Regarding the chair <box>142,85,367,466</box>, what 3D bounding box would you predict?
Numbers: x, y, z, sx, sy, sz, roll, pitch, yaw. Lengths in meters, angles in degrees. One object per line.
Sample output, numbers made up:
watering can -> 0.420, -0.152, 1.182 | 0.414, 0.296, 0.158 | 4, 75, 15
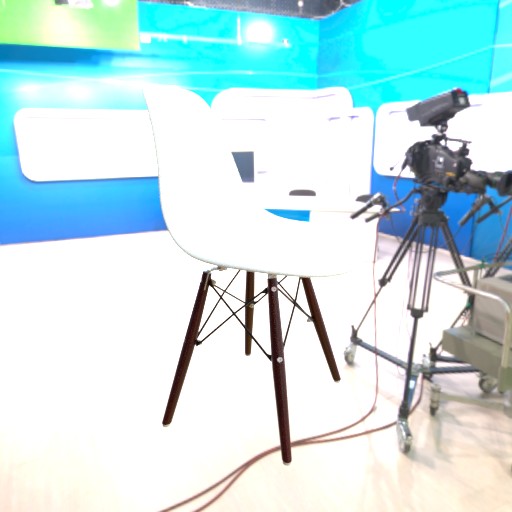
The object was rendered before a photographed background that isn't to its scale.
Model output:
chair -> 0.000, 0.000, 1.123 | 0.533, 0.826, 0.470 | 8, 17, 25
